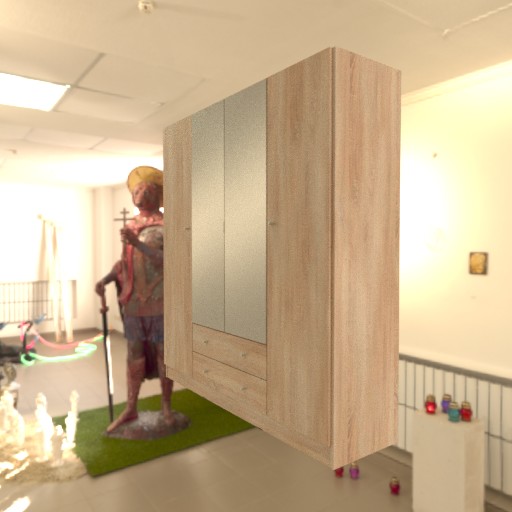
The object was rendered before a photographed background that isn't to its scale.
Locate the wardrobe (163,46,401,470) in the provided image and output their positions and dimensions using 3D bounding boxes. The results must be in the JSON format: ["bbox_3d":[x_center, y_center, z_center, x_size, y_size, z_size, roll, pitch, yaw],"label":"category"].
[{"bbox_3d":[0.000,0.000,3.197,0.598,2.159,1.998,-1,2,-36],"label":"wardrobe"}]
